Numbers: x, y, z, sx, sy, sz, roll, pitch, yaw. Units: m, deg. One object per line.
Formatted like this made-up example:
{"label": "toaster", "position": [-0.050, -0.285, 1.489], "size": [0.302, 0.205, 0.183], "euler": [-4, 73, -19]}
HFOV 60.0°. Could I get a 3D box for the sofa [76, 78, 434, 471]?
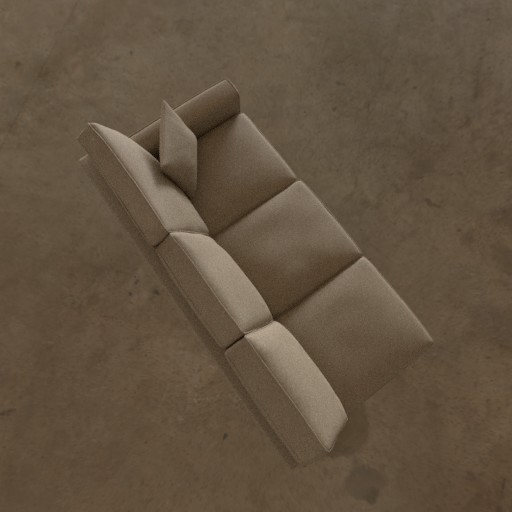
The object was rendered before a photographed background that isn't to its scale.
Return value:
{"label": "sofa", "position": [0.000, 0.000, 2.535], "size": [1.034, 0.946, 1.963], "euler": [-35, 77, -9]}
